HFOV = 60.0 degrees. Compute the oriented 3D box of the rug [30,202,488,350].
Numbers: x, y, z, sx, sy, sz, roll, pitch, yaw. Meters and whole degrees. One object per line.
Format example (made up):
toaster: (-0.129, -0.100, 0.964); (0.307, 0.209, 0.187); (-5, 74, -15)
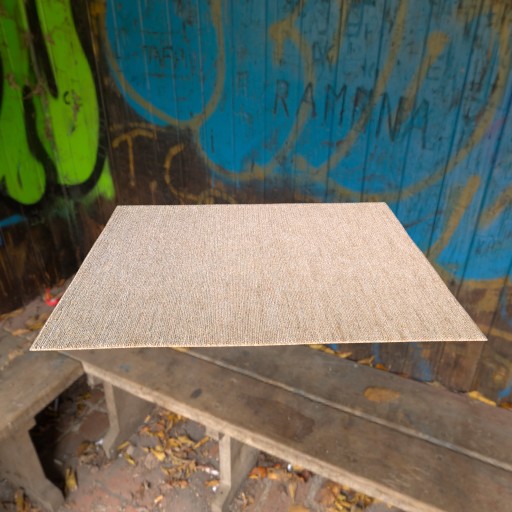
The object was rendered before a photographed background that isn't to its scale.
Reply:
rug: (0.000, 0.000, 3.977); (3.034, 0.012, 2.406); (-1, 29, -2)
